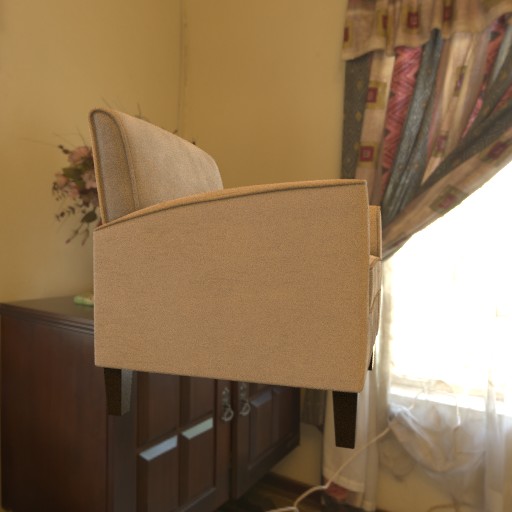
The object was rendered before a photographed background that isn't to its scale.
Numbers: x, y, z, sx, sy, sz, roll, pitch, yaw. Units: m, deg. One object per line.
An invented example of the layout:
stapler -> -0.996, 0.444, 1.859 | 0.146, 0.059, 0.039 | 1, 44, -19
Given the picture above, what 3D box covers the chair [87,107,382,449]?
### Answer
chair -> 0.000, 0.000, 1.534 | 0.821, 0.915, 0.820 | 0, 2, 18
